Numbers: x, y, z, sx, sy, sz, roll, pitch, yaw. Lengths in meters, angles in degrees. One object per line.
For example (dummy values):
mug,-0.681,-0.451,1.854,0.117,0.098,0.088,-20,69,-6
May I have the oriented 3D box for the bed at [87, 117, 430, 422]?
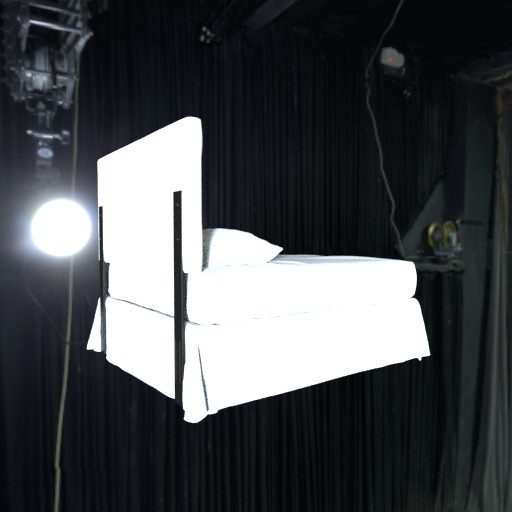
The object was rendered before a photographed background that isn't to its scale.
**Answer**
bed,0.000,0.000,3.606,2.222,1.577,1.936,-2,3,-36
